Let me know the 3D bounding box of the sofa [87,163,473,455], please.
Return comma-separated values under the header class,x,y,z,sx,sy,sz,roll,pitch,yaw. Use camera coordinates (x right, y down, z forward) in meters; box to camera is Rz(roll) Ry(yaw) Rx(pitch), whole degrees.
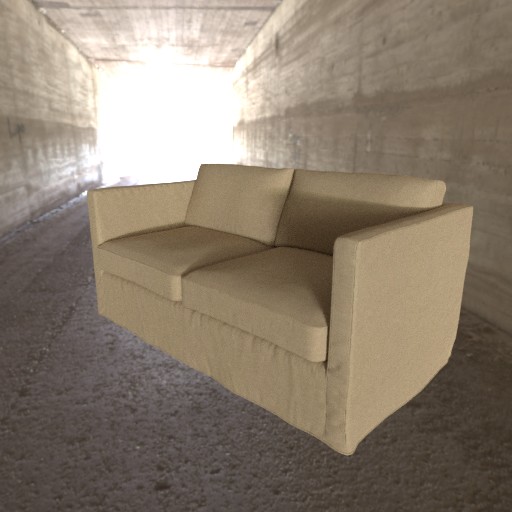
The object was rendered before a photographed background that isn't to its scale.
class,x,y,z,sx,sy,sz,roll,pitch,yaw
sofa,0.000,0.000,2.204,1.719,0.835,0.962,15,21,42
